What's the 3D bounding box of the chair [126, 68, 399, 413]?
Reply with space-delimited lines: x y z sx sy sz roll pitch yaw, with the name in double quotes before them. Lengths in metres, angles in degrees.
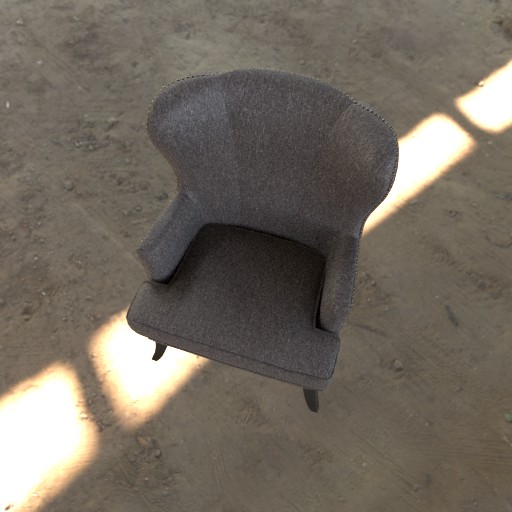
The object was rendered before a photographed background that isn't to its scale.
"chair" 0.000 0.000 1.632 0.759 1.060 0.758 15 60 9
